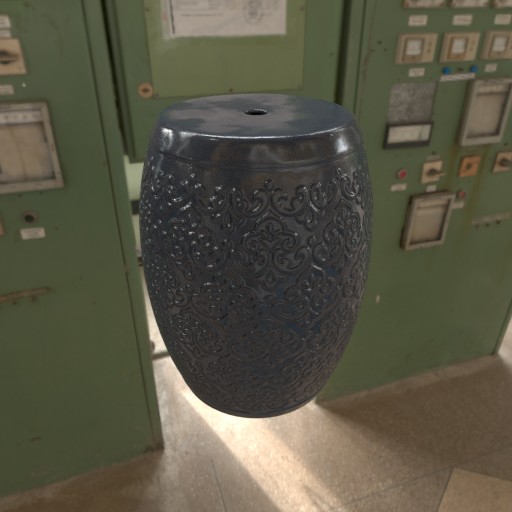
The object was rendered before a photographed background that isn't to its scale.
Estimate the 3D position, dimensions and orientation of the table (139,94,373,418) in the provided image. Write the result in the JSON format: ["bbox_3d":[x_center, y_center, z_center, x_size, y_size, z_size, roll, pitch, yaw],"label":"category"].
[{"bbox_3d":[0.000,0.000,0.622,0.309,0.397,0.309,0,30,0],"label":"table"}]
